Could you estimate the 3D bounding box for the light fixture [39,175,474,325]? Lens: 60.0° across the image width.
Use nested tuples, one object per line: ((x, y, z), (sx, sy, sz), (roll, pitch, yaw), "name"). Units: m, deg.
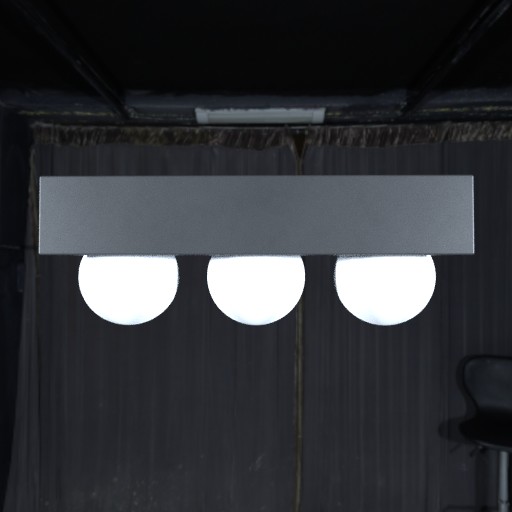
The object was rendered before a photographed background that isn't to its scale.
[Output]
((0.000, 0.000, 0.840), (0.721, 0.263, 0.218), (0, -1, 1), "light fixture")
